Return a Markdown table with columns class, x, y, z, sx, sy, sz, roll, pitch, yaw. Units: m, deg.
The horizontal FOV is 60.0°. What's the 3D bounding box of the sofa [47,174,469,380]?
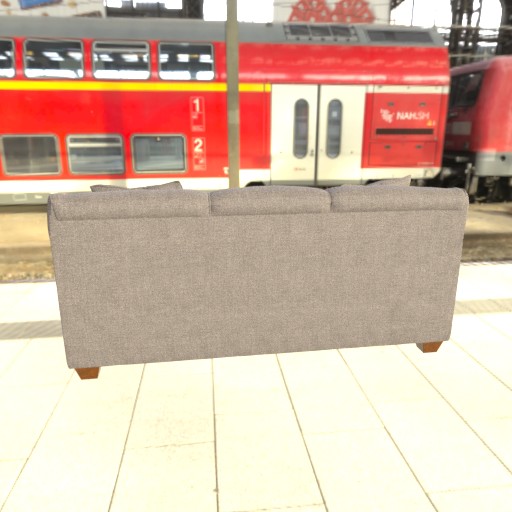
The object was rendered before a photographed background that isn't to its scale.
| class | x | y | z | sx | sy | sz | roll | pitch | yaw |
| --- | --- | --- | --- | --- | --- | --- | --- | --- | --- |
| sofa | 0.000 | 0.000 | 2.630 | 2.024 | 0.958 | 0.997 | -2 | 16 | -8 |
